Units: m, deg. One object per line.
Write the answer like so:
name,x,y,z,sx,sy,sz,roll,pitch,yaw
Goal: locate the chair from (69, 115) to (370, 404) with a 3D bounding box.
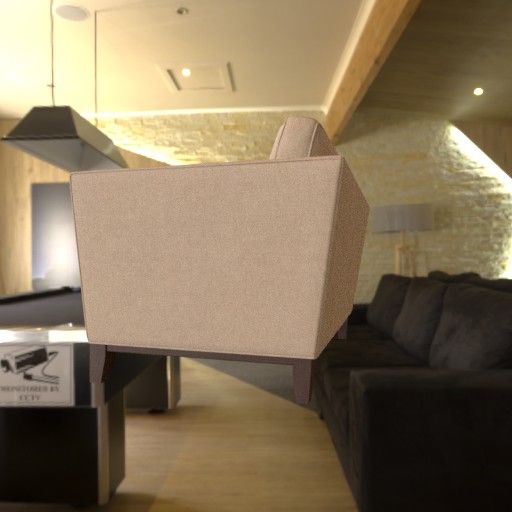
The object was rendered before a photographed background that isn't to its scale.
chair,0.000,0.000,2.081,0.965,0.940,1.397,0,0,17
